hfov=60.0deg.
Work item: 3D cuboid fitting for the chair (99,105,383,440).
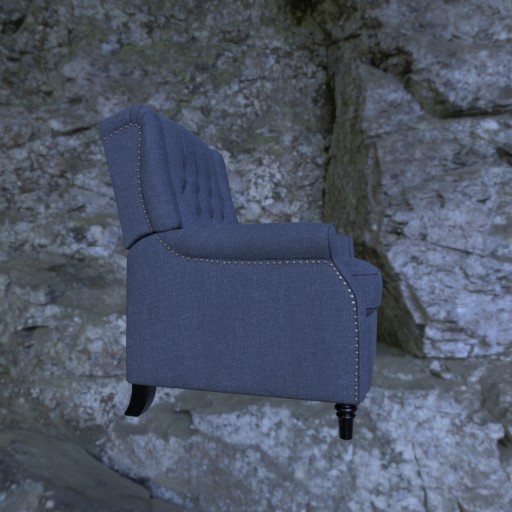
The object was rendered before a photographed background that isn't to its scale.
[{"bbox_3d":[0.000,0.000,1.641,0.898,1.035,0.742,0,-1,17],"label":"chair"}]
